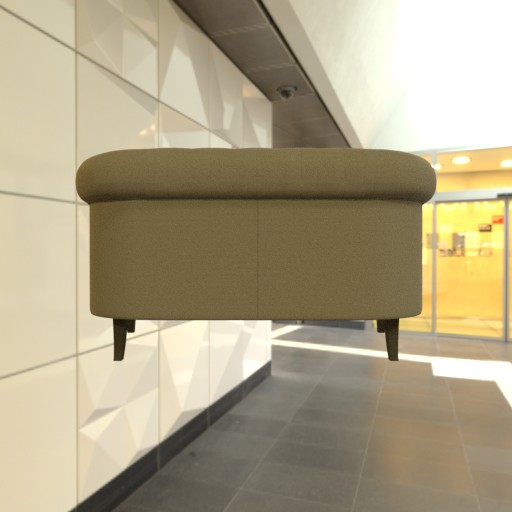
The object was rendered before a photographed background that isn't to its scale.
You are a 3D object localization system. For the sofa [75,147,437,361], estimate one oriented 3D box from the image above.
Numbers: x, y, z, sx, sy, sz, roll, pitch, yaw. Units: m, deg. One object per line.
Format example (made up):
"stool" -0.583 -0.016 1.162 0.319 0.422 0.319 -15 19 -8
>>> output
"sofa" 0.000 0.000 2.014 1.558 0.827 0.835 0 0 0
